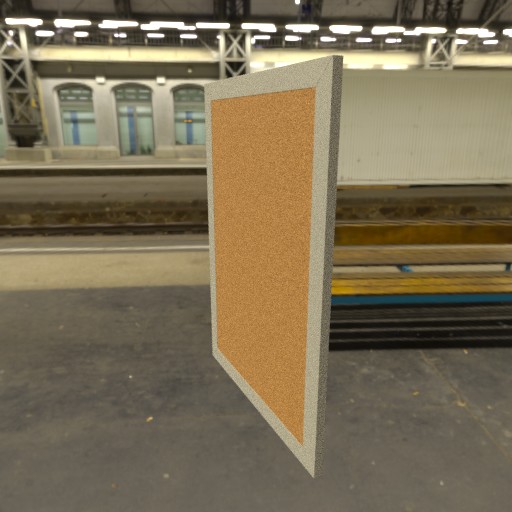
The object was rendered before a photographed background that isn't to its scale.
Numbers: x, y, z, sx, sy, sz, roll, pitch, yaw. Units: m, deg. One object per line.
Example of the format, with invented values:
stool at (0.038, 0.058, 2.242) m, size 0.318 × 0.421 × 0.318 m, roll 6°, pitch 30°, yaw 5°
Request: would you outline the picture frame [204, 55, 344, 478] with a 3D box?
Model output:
picture frame at (0.000, 0.000, 0.599) m, size 0.011 × 0.459 × 0.326 m, roll -8°, pitch 18°, yaw -26°
